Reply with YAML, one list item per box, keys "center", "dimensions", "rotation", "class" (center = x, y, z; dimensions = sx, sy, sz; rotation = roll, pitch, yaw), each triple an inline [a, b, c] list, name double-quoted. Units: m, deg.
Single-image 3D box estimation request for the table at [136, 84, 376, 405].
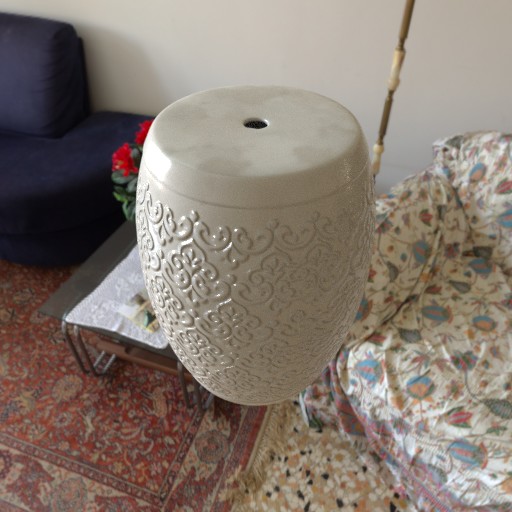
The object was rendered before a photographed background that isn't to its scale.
- center: [0.000, 0.000, 0.620]
  dimensions: [0.309, 0.397, 0.309]
  rotation: [0, 42, 0]
  class: "table"
